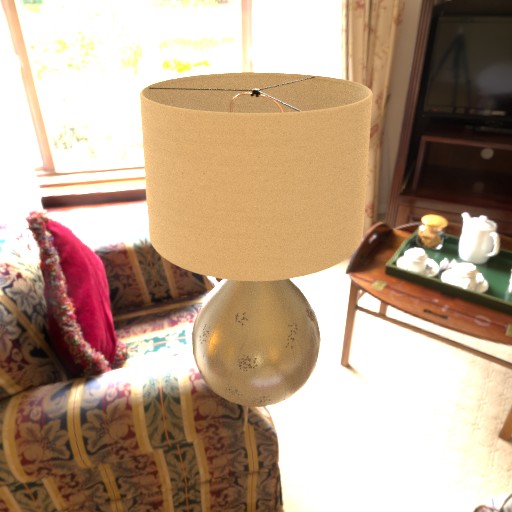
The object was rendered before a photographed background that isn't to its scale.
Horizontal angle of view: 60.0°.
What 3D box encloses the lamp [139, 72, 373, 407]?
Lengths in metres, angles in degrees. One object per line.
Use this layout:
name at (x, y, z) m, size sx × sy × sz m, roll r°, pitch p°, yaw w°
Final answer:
lamp at (0.000, 0.000, 0.727) m, size 0.330 × 0.521 × 0.330 m, roll 0°, pitch 30°, yaw 0°
